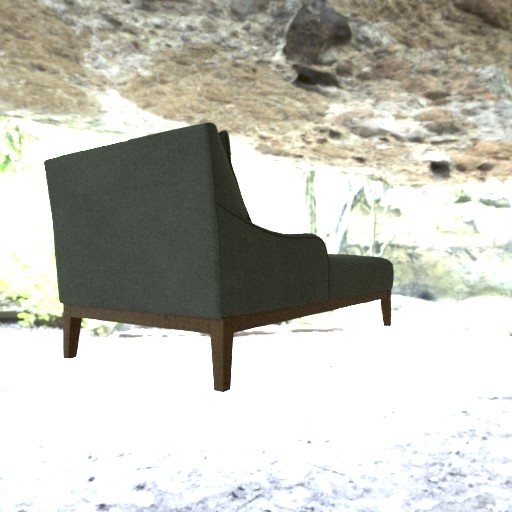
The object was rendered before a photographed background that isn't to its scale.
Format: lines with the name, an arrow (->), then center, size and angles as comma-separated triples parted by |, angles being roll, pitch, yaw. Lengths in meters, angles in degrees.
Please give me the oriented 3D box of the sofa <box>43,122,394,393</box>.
sofa -> 0.000, 0.000, 2.277 | 0.894, 0.859, 1.779 | 0, 0, 34
